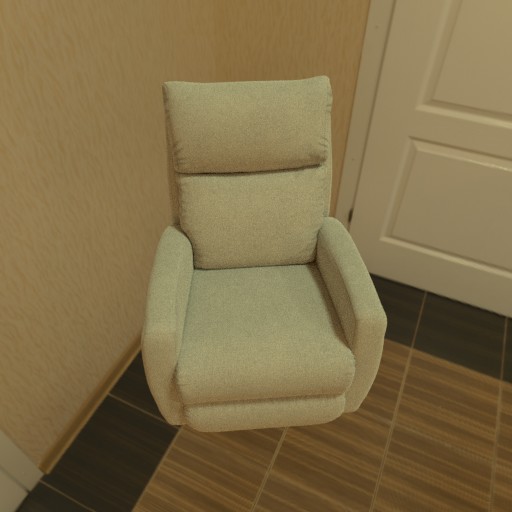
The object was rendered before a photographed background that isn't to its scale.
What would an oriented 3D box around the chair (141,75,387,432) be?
[{"bbox_3d":[0.000,0.000,1.657,0.794,1.021,0.940,-3,46,-3],"label":"chair"}]
